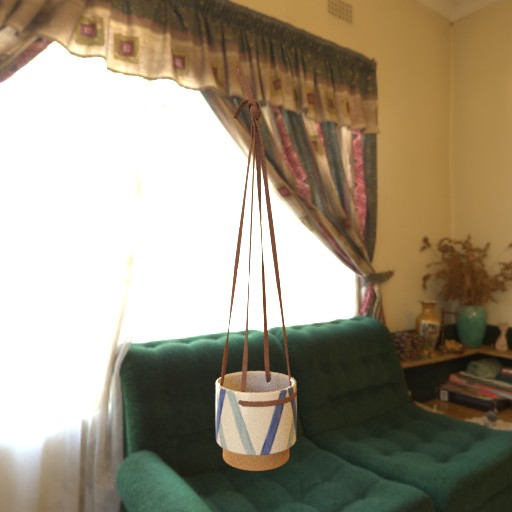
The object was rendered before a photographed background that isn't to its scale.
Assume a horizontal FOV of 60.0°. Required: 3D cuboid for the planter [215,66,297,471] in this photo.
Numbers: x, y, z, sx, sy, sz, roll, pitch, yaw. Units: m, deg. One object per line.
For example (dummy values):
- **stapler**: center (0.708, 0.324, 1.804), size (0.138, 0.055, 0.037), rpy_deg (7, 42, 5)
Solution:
- **planter**: center (0.000, 0.000, 0.840), size (0.157, 0.753, 0.153), rpy_deg (0, 0, 38)
